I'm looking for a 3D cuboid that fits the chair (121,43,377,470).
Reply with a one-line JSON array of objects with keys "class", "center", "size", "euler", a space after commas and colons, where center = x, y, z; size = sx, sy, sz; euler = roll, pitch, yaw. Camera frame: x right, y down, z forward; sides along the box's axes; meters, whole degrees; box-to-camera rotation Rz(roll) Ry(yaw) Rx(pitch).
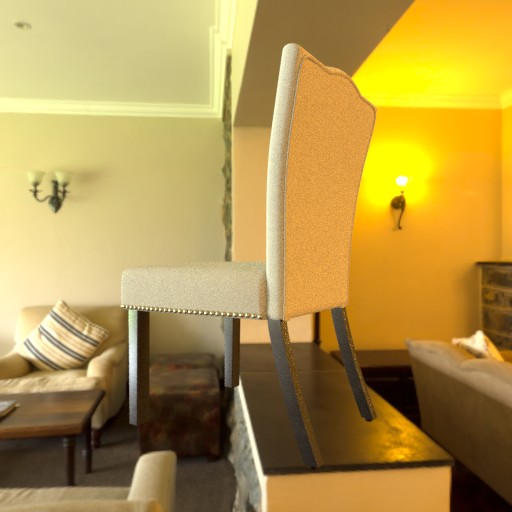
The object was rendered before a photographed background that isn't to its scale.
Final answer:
[{"class": "chair", "center": [0.000, 0.000, 1.286], "size": [0.589, 0.946, 0.518], "euler": [0, 0, 35]}]
